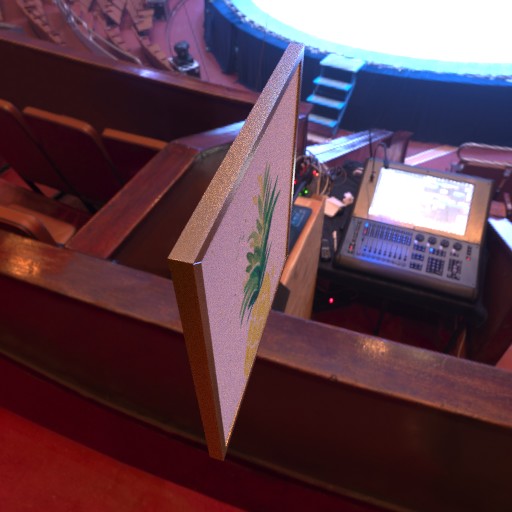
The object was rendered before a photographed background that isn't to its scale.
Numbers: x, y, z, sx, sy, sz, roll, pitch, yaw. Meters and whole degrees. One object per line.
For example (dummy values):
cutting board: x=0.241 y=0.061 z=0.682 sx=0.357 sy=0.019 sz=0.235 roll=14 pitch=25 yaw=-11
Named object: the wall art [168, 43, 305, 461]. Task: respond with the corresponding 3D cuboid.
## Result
wall art: x=0.000 y=0.000 z=1.126 sx=0.037 sy=0.760 sz=0.762 roll=11 pitch=48 yaw=11
